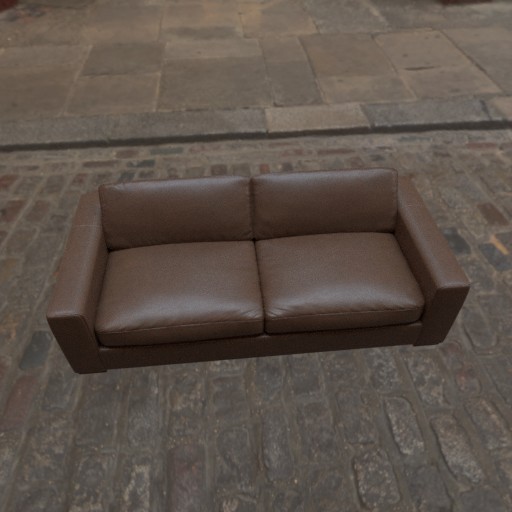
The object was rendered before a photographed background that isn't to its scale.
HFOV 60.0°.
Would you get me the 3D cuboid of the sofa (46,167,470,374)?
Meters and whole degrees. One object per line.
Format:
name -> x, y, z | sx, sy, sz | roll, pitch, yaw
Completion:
sofa -> 0.000, 0.000, 2.787 | 2.262, 0.801, 1.070 | -4, 45, -4
